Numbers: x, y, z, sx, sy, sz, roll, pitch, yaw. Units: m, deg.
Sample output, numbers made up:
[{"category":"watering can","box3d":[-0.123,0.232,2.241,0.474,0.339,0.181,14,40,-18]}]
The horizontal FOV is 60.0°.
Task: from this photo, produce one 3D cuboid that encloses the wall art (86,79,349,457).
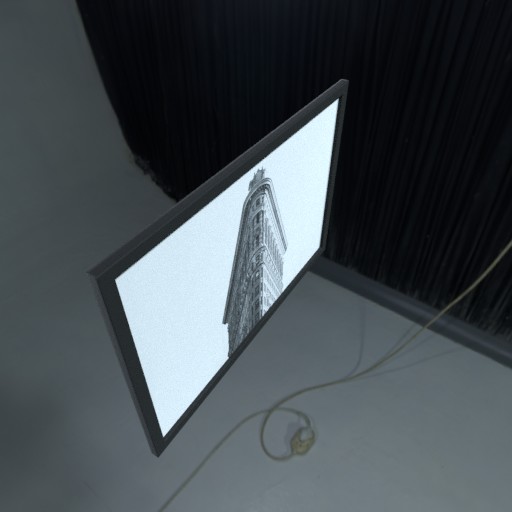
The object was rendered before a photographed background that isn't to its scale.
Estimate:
[{"category":"wall art","box3d":[0.000,0.000,1.223,0.049,0.659,0.964,25,48,25]}]
